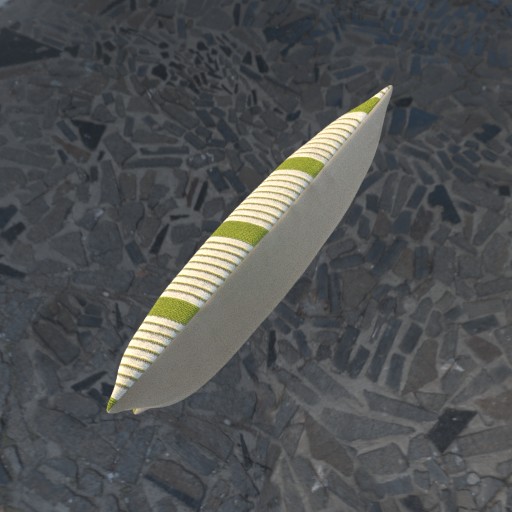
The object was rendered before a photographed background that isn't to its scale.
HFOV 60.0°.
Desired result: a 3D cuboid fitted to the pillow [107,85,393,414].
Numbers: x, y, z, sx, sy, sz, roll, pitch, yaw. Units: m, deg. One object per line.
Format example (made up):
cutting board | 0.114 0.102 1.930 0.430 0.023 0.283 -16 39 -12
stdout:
pillow | 0.000 0.000 0.717 0.156 0.292 0.608 35 69 15
